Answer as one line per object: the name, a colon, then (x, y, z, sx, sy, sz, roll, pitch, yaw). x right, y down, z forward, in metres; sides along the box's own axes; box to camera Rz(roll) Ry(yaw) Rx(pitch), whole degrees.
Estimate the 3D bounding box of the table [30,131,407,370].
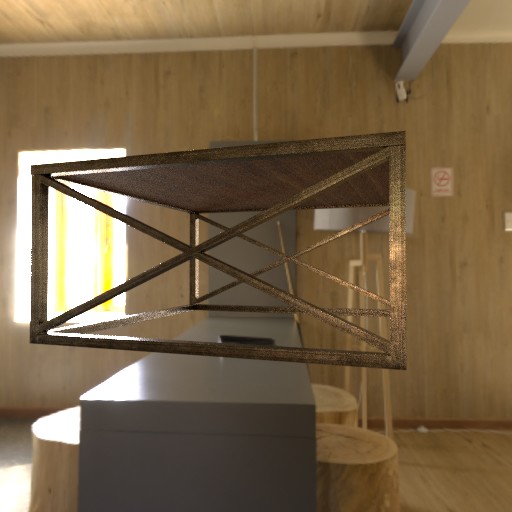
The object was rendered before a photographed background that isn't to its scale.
table: (0.000, 0.000, 1.404, 0.899, 0.451, 0.909, 0, -1, 18)
